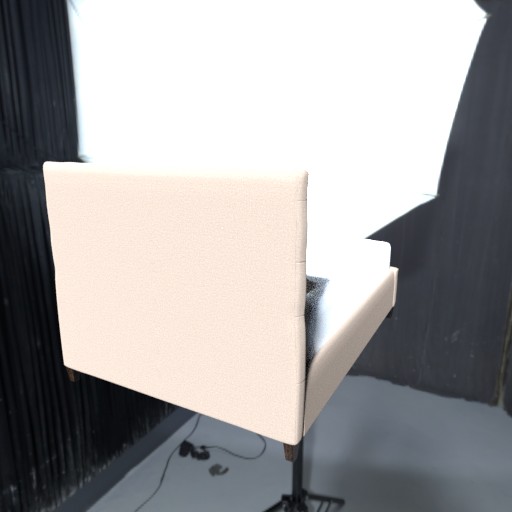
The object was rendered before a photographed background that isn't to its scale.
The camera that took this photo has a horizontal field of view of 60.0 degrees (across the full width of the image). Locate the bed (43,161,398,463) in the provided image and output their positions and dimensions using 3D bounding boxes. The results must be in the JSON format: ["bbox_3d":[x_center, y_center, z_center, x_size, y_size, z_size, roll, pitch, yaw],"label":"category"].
[{"bbox_3d":[0.000,0.000,3.321,1.696,1.426,2.233,8,16,28],"label":"bed"}]
